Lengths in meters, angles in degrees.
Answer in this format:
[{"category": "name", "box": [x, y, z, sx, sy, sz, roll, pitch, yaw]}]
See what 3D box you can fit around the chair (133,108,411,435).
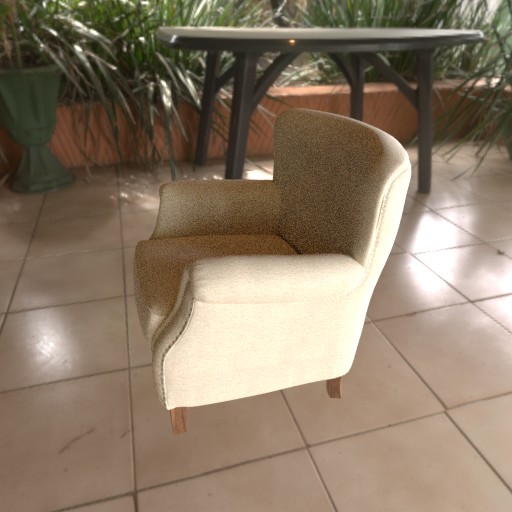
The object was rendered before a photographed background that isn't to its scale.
[{"category": "chair", "box": [0.000, 0.000, 1.682, 0.921, 0.936, 0.861, -9, 30, -15]}]
